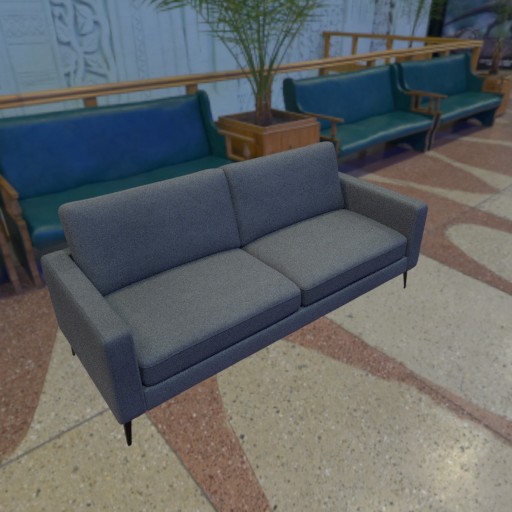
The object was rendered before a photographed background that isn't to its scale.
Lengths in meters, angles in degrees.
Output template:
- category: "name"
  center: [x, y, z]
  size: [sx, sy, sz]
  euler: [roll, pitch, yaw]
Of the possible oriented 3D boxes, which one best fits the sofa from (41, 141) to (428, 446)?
- category: "sofa"
  center: [0.000, 0.000, 2.352]
  size: [1.925, 0.828, 0.774]
  euler: [-21, 36, -32]
